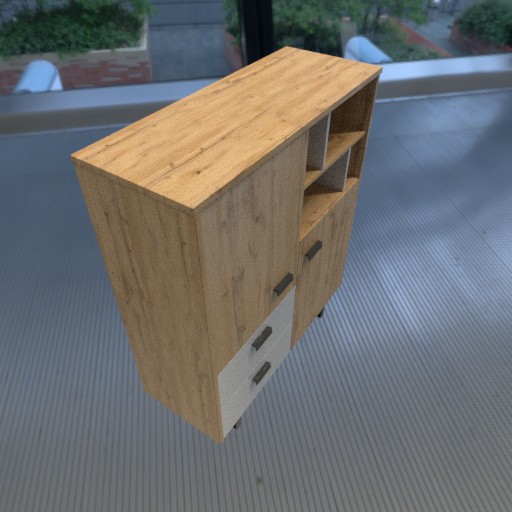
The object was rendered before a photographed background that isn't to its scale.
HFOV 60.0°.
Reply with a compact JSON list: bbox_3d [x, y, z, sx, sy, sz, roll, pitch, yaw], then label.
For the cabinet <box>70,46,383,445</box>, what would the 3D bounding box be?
[{"bbox_3d":[0.000,0.000,1.978,0.473,1.397,1.168,25,48,25],"label":"cabinet"}]
